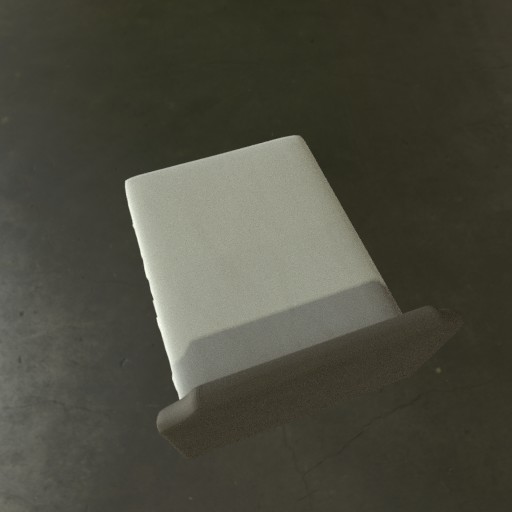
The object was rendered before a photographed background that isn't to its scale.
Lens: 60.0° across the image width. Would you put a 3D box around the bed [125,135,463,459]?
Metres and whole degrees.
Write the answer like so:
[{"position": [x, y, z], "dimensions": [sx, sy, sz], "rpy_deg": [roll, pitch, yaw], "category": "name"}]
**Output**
[{"position": [0.000, 0.000, 3.299], "dimensions": [1.831, 1.297, 2.181], "rpy_deg": [-17, 61, -10], "category": "bed"}]
